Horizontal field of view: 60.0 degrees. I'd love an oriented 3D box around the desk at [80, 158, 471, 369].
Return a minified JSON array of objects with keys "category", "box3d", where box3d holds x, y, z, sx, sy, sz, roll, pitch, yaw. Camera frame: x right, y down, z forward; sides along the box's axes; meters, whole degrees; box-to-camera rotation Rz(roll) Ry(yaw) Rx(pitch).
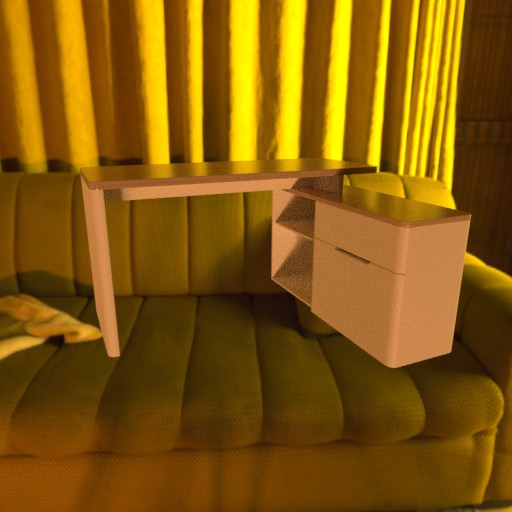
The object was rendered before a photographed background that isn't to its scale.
[{"category":"desk","box3d":[0.000,0.000,2.084,1.400,0.770,1.175,-8,19,-23]}]
